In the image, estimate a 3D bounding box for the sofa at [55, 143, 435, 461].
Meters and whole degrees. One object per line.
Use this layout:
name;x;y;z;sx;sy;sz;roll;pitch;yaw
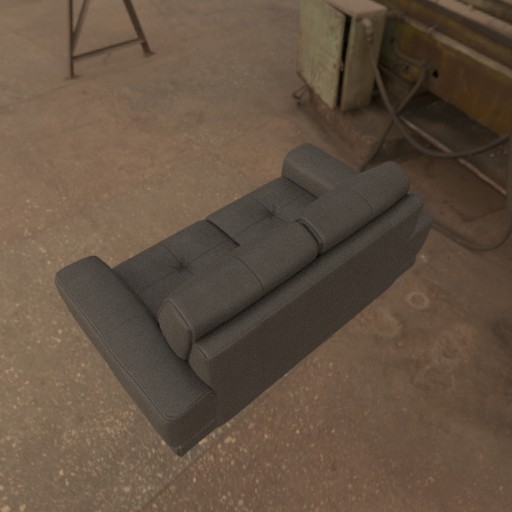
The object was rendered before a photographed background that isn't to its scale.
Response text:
sofa;0.000;0.000;2.353;1.806;0.907;1.018;-33;55;-27
